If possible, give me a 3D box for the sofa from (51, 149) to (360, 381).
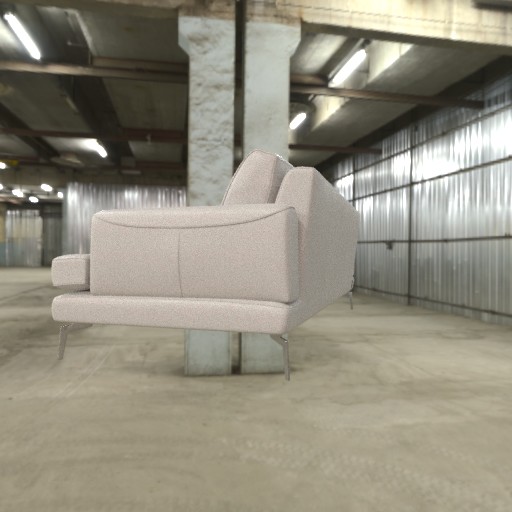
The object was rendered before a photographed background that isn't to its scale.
[{"bbox_3d":[0.000,0.000,2.390,0.974,0.765,1.940,0,0,18],"label":"sofa"}]
